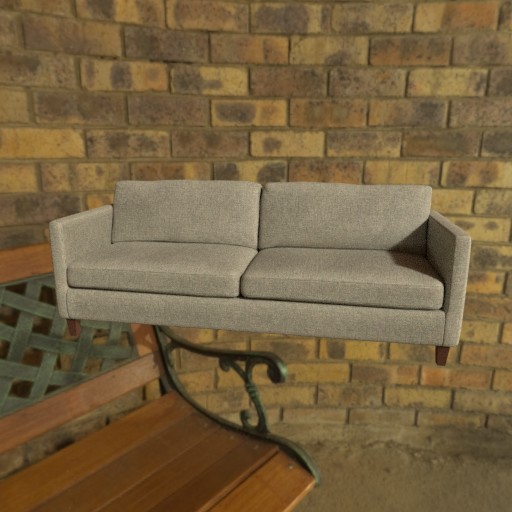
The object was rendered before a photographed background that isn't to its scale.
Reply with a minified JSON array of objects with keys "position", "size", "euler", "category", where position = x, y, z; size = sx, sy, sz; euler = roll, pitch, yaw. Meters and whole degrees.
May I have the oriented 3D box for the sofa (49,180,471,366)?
[{"position":[0.000,0.000,2.963],"size":[2.434,0.951,0.948],"euler":[3,15,10],"category":"sofa"}]
